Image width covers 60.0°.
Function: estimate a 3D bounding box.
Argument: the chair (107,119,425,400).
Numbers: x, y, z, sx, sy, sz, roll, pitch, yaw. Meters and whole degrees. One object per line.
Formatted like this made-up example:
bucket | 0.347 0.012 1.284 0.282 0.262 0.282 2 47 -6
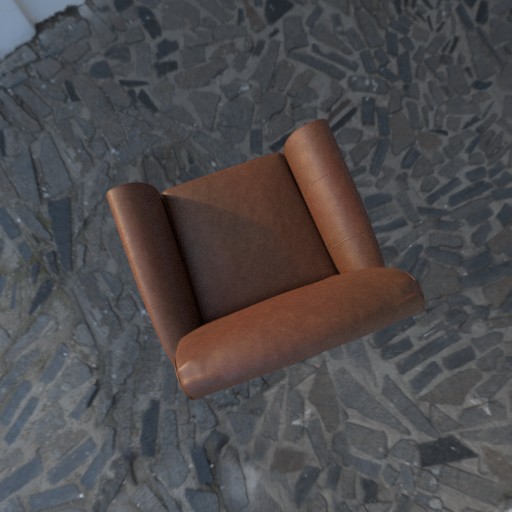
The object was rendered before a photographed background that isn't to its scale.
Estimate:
chair | 0.000 0.000 1.806 0.978 1.061 0.902 -20 75 -5
